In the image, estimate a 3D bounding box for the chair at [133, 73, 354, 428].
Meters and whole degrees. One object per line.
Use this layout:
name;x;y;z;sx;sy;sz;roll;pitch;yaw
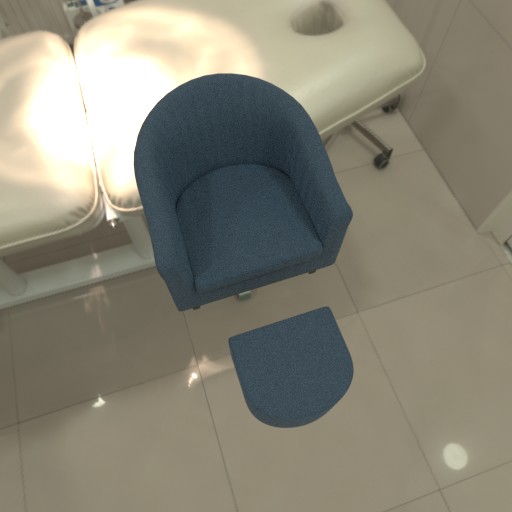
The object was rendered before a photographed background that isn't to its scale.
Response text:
chair;0.000;0.000;1.793;0.756;0.757;1.288;-17;64;-8
